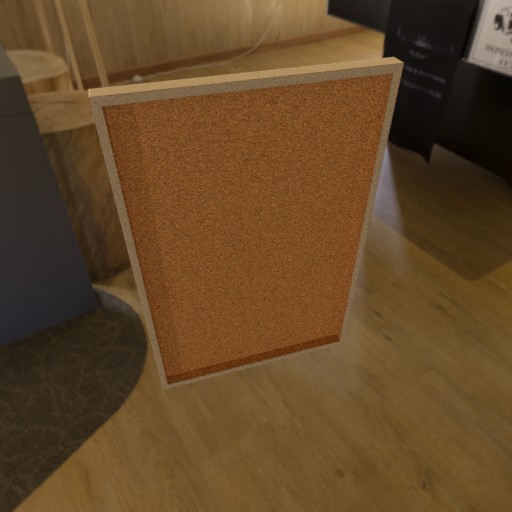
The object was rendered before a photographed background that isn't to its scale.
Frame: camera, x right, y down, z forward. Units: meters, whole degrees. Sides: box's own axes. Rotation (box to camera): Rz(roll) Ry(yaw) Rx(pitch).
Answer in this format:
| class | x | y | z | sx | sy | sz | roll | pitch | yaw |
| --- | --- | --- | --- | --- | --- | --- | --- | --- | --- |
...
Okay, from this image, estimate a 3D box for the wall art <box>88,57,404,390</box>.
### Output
| class | x | y | z | sx | sy | sz | roll | pitch | yaw |
| --- | --- | --- | --- | --- | --- | --- | --- | --- | --- |
| wall art | 0.000 | 0.000 | 1.143 | 0.610 | 0.914 | 0.038 | -11 | 43 | -12 |
